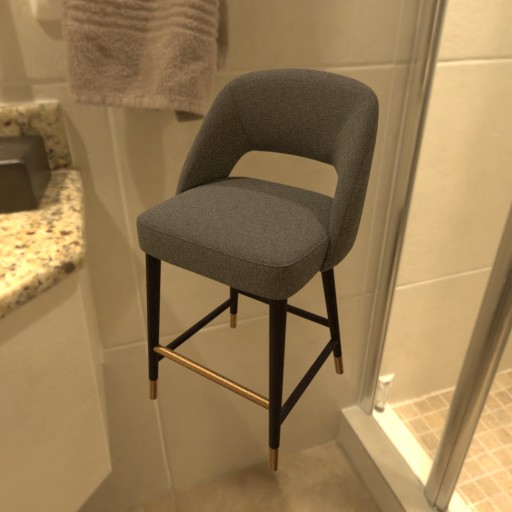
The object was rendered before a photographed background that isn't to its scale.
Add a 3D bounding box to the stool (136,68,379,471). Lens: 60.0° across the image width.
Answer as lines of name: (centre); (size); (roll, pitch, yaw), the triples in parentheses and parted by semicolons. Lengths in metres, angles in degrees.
stool: (0.000, 0.000, 1.239); (0.536, 0.925, 0.524); (18, 34, 29)
